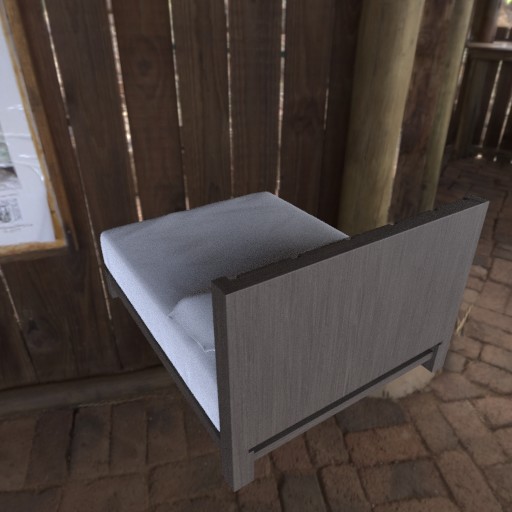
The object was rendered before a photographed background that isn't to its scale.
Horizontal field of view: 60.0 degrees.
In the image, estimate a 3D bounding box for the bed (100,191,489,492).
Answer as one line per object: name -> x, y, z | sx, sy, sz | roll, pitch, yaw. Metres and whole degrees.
bed -> 0.000, 0.000, 3.255 | 1.727, 1.270, 2.242 | -18, 34, -28
